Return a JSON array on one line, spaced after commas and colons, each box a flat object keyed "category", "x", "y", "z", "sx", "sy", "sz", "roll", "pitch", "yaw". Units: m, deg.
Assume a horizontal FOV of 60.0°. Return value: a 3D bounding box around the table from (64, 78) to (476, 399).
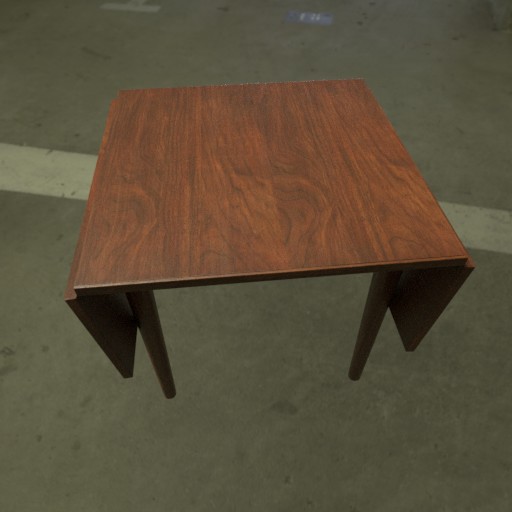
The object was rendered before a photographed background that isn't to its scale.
[{"category": "table", "x": 0.000, "y": 0.000, "z": 1.426, "sx": 0.843, "sy": 0.763, "sz": 0.812, "roll": -4, "pitch": 47, "yaw": -4}]
